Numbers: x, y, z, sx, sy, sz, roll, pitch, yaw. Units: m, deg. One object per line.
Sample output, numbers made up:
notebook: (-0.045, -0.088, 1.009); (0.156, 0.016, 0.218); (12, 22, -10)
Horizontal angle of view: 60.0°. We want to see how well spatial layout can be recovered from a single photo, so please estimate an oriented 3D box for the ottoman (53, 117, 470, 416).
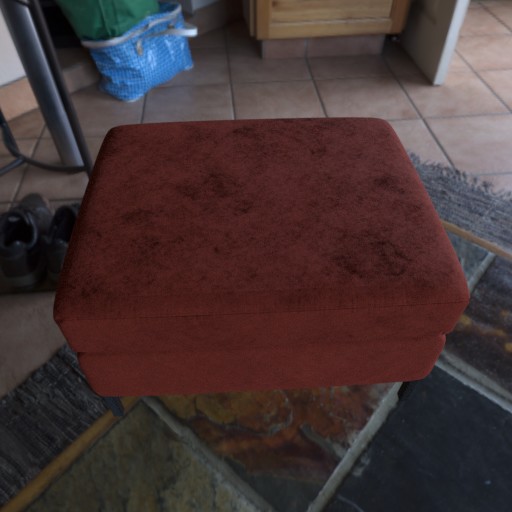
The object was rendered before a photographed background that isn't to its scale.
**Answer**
ottoman: (0.000, 0.000, 1.142); (0.782, 0.462, 0.650); (-2, 47, -2)
